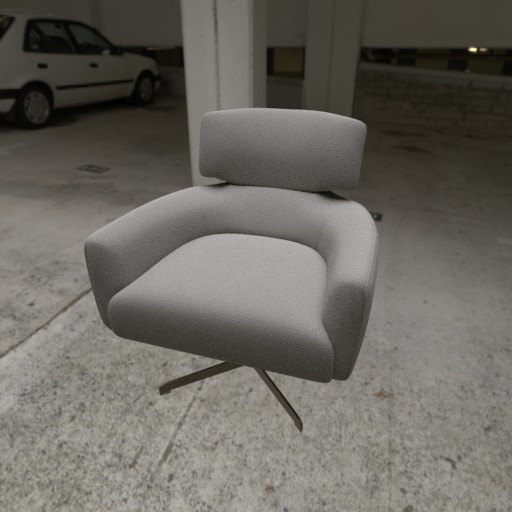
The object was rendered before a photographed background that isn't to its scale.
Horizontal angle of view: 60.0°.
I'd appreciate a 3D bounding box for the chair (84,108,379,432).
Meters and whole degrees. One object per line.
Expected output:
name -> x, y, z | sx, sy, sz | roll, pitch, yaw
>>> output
chair -> 0.000, 0.000, 1.408 | 0.760, 0.810, 0.730 | 8, 27, 17
